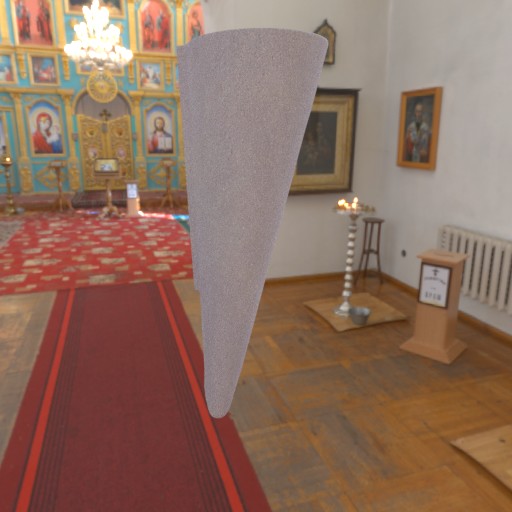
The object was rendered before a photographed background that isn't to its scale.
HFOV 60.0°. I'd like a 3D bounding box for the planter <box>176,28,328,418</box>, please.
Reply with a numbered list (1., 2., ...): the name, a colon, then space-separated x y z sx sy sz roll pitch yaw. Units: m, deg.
1. planter: 0.000 0.000 0.295 0.087 0.259 0.078 7 15 26
